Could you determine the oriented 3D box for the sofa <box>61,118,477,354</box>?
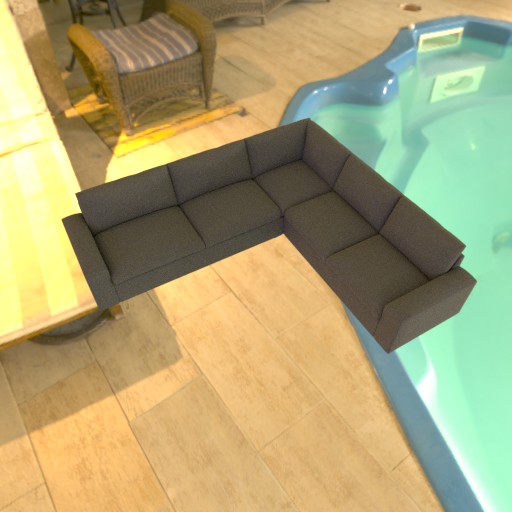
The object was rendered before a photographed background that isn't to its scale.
[{"bbox_3d":[0.000,0.000,4.653,3.277,0.965,2.895,-23,52,-19],"label":"sofa"}]
